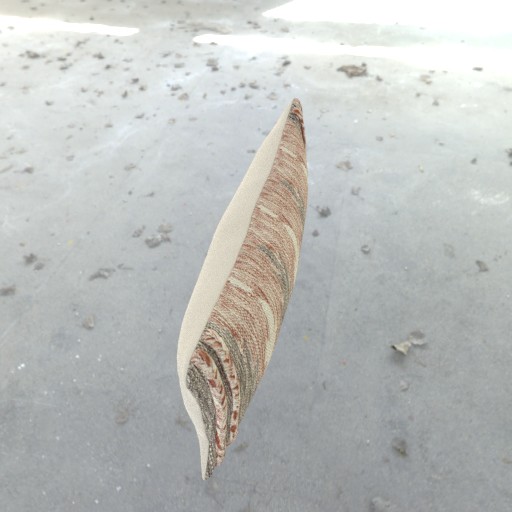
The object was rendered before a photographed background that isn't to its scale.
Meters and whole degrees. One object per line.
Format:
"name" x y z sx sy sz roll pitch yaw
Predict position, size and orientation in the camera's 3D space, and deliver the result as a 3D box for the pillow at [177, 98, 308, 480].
"pillow" 0.000 0.000 0.739 0.139 0.282 0.635 10 46 10
